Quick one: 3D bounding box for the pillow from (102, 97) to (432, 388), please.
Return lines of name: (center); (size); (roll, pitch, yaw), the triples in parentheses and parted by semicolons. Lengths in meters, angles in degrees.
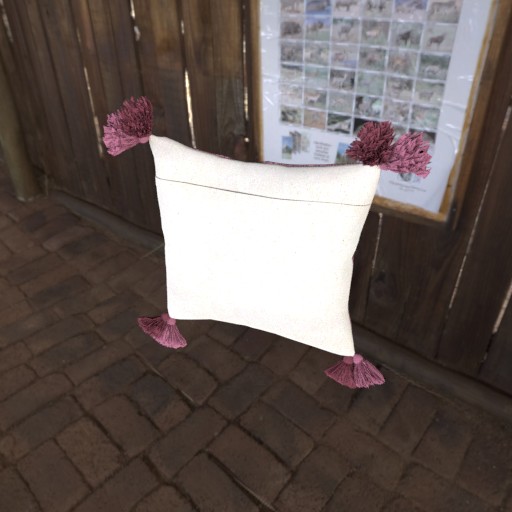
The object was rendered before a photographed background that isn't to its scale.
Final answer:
pillow: (0.000, 0.000, 0.973); (0.641, 0.659, 0.138); (11, 34, 16)
